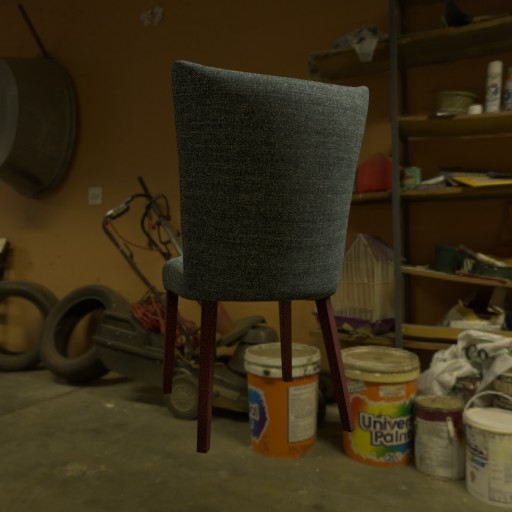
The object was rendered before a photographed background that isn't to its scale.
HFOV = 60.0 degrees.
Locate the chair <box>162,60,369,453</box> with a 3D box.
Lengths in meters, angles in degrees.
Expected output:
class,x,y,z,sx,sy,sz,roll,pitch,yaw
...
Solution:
class,x,y,z,sx,sy,sz,roll,pitch,yaw
chair,0.000,0.000,1.296,0.535,0.924,0.623,0,0,-19
